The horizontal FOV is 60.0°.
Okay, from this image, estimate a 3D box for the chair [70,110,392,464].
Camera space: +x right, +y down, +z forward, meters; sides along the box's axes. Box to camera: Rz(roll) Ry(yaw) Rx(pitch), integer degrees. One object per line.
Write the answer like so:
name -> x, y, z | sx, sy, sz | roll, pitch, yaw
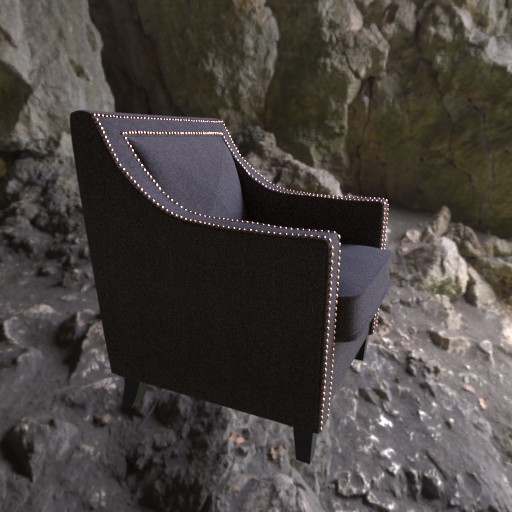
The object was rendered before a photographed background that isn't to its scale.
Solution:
chair -> 0.000, 0.000, 1.566 | 0.884, 0.967, 0.776 | 7, 17, 25
